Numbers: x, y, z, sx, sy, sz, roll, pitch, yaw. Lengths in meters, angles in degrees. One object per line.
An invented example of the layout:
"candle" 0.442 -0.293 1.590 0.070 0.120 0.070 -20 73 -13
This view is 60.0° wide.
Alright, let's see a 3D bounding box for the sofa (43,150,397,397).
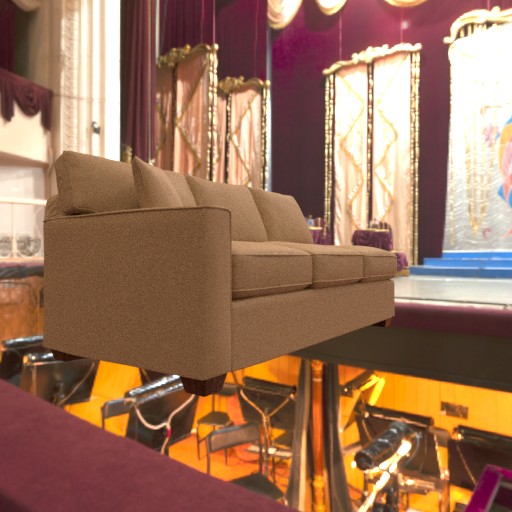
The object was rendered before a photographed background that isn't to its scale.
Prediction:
"sofa" 0.000 0.000 2.519 1.034 0.946 1.962 0 0 35
